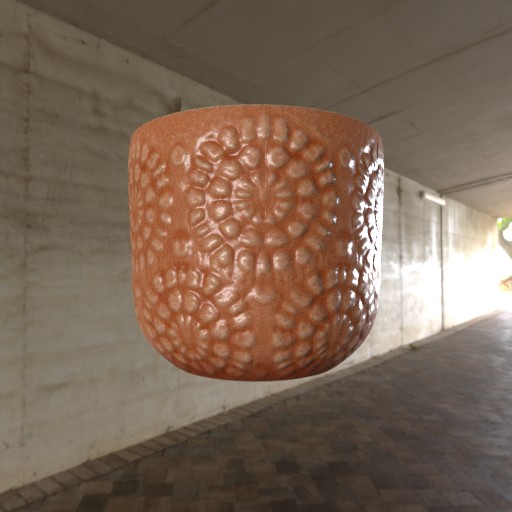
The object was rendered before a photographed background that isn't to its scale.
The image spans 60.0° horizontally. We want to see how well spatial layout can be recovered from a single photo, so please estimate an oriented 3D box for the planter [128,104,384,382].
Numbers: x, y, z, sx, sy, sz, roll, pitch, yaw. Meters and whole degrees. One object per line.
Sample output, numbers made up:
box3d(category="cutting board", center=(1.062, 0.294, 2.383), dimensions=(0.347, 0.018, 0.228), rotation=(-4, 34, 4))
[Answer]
box3d(category="planter", center=(0.000, 0.000, 0.222), dimensions=(0.124, 0.109, 0.124), rotation=(0, -2, 0))
